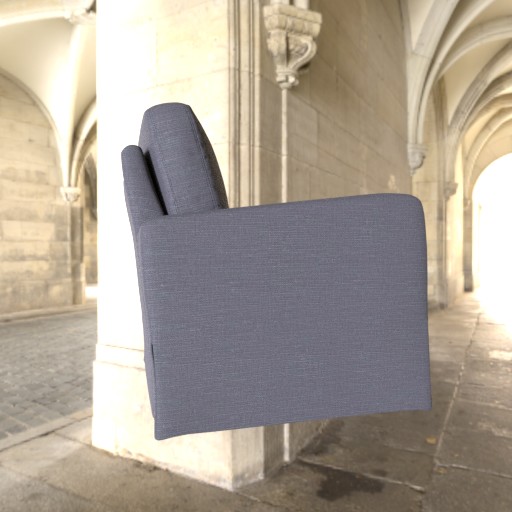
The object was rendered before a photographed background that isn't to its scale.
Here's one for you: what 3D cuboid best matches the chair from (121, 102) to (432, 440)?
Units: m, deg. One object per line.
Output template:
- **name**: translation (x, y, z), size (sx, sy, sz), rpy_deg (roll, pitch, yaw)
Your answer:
- **chair**: translation (0.000, 0.000, 1.494), size (0.863, 0.855, 0.798), rpy_deg (0, 1, -16)
